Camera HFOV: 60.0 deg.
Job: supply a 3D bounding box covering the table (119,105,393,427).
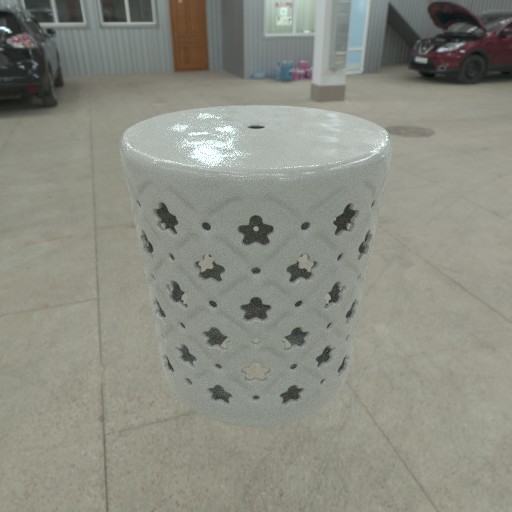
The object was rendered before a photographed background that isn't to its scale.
[{"bbox_3d":[0.000,0.000,0.673,0.352,0.387,0.352,0,29,0],"label":"table"}]
